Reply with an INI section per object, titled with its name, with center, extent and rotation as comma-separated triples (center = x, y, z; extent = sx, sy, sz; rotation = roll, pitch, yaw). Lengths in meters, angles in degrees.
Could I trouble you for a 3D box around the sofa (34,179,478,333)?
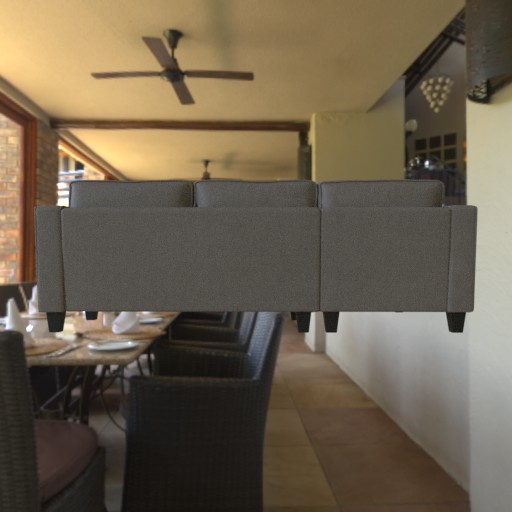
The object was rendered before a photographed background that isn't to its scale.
[sofa]
center = 0.000, 0.000, 3.186
extent = 2.561, 0.928, 1.294
rotation = 0, -1, 0
